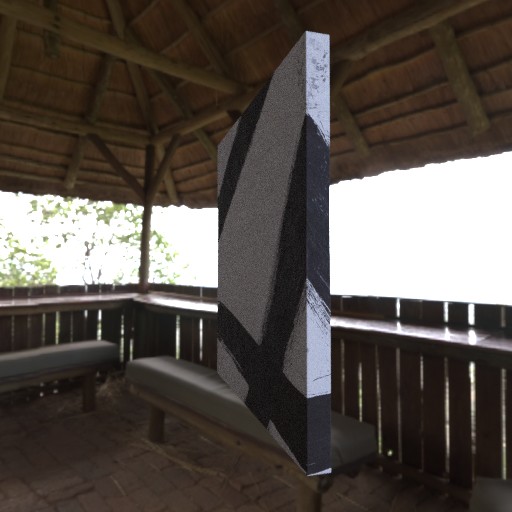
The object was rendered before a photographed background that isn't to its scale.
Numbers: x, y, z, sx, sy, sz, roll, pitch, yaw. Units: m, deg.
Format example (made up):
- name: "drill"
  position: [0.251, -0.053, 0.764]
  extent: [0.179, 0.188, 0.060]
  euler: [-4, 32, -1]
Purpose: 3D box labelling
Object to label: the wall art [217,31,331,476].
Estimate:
- name: "wall art"
  position: [0.000, 0.000, 1.133]
  extent: [0.046, 0.765, 0.765]
  euler: [0, -1, -16]
